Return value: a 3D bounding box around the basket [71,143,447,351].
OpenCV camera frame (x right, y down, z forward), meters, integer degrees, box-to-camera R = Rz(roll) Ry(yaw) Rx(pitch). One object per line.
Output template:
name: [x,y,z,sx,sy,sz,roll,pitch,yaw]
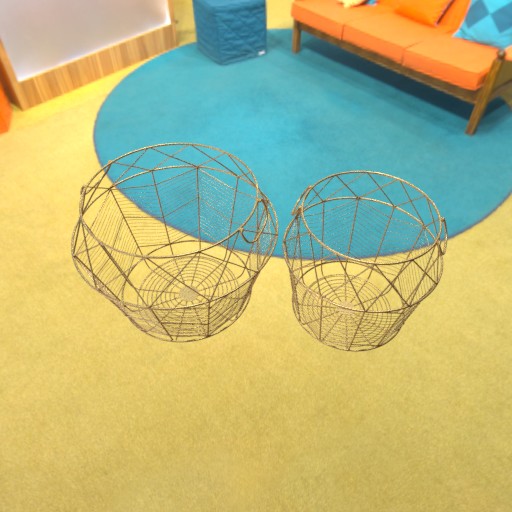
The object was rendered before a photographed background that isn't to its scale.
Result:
basket: [0.000,0.000,1.024,0.805,0.343,0.451,5,48,4]
